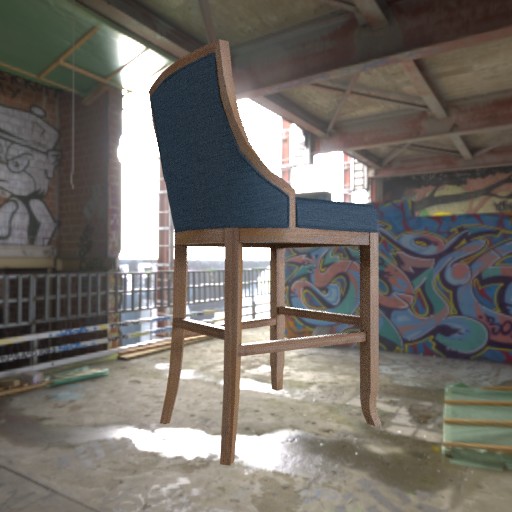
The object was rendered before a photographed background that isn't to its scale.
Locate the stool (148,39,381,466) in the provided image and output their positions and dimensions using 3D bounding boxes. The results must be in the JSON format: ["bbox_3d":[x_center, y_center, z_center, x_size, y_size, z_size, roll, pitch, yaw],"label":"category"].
[{"bbox_3d":[0.000,0.000,1.461,0.626,1.101,0.524,0,-1,-37],"label":"stool"}]
